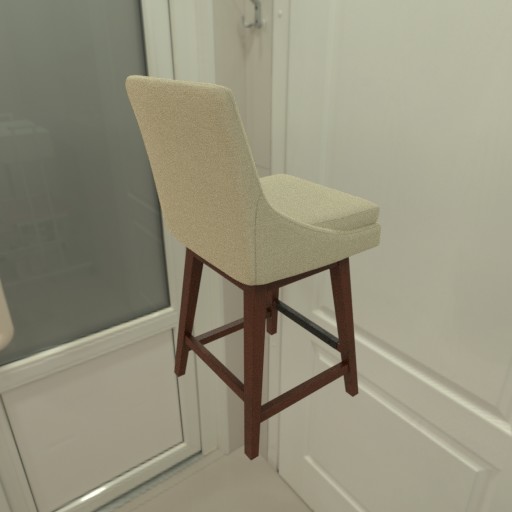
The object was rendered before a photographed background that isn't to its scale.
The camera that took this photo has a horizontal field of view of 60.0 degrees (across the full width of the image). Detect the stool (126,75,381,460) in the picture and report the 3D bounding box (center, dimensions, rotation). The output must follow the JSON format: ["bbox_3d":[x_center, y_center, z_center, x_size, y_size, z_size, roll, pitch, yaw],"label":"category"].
[{"bbox_3d":[0.000,0.000,1.306,0.559,0.991,0.469,-18,31,-33],"label":"stool"}]
